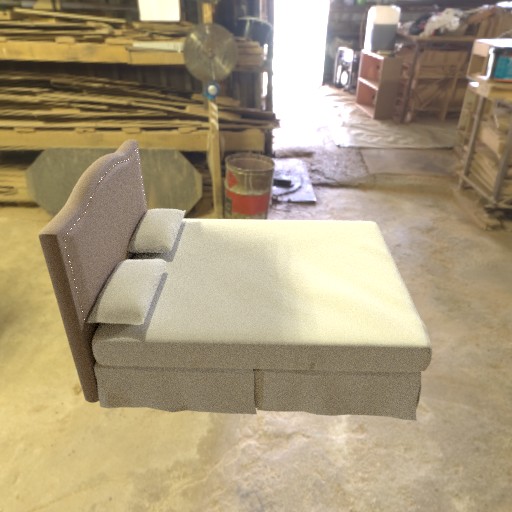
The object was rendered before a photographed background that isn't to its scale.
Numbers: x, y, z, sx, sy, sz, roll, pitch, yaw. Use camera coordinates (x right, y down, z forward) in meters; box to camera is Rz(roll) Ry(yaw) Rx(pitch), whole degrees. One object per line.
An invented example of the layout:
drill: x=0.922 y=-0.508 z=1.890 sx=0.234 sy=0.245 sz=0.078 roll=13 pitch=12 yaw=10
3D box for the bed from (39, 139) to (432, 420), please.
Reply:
bed: x=0.000 y=0.000 z=3.377 sx=2.282 sy=1.436 sz=1.821 roll=1 pitch=31 yaw=1
